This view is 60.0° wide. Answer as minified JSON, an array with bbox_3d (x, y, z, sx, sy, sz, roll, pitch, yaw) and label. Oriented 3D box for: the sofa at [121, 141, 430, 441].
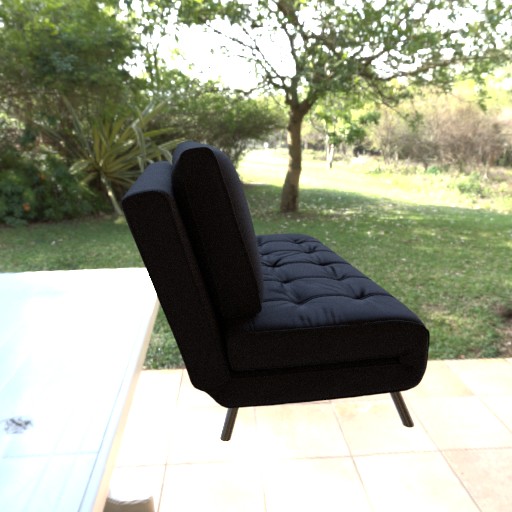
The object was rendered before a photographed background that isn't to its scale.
[{"bbox_3d":[0.000,0.000,1.834,0.910,0.910,1.220,-3,16,-10],"label":"sofa"}]
